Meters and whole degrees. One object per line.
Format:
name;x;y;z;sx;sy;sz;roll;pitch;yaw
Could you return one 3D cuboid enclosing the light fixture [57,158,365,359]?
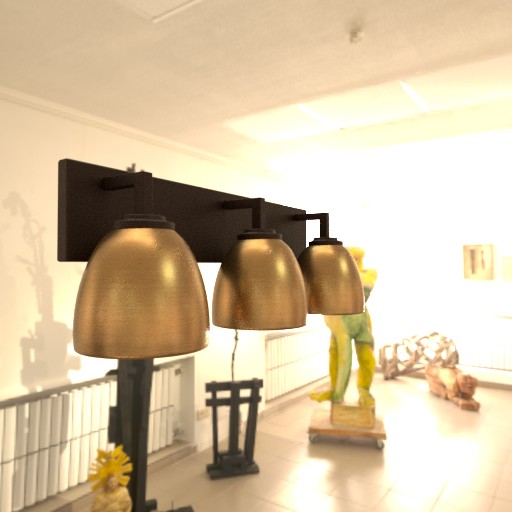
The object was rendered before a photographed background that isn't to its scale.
light fixture;0.000;0.000;0.664;0.157;0.204;0.582;-1;-2;35
